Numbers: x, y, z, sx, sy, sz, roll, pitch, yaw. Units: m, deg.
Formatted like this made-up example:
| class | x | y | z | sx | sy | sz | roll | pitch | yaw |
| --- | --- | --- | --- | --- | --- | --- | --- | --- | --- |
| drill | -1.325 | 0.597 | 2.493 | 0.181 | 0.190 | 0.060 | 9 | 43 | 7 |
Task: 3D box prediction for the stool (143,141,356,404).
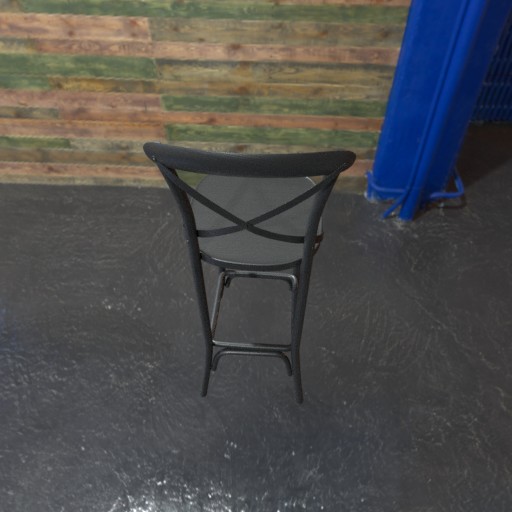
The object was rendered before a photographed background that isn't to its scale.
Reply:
| class | x | y | z | sx | sy | sz | roll | pitch | yaw |
| --- | --- | --- | --- | --- | --- | --- | --- | --- | --- |
| stool | 0.000 | 0.000 | 1.488 | 0.457 | 1.168 | 0.584 | 3 | 46 | 3 |
